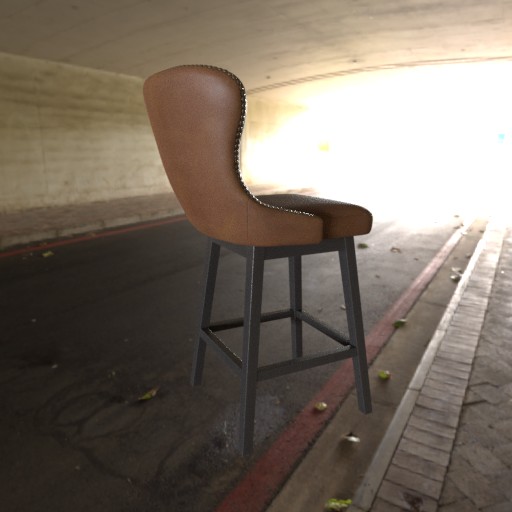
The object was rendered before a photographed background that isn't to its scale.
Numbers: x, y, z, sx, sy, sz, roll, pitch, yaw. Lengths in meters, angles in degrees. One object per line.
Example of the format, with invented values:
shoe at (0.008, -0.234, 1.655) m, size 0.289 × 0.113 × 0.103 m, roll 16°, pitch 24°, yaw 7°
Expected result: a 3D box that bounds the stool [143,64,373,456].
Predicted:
stool at (0.000, 0.000, 1.313) m, size 0.593 × 0.971 × 0.528 m, roll -7°, pitch 15°, yaw -26°
